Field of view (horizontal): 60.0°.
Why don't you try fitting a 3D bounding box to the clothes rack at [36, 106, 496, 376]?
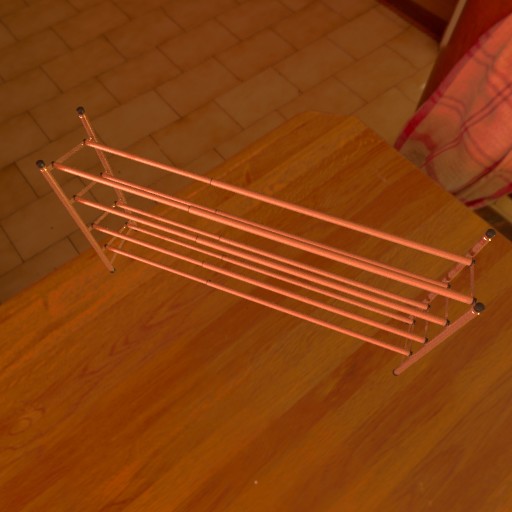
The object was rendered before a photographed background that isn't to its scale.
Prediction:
[{"bbox_3d":[0.000,0.000,1.420,1.168,0.672,0.229,19,64,9],"label":"clothes rack"}]
